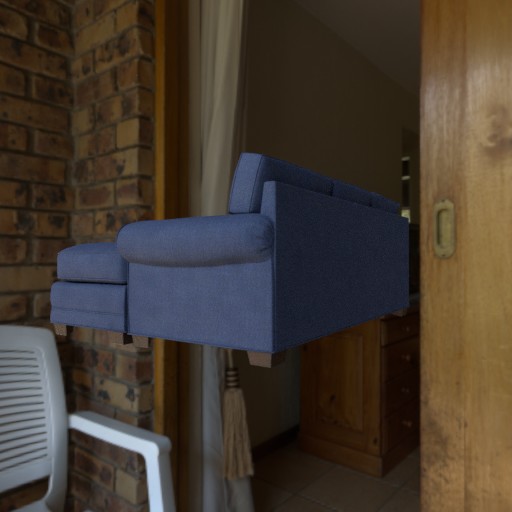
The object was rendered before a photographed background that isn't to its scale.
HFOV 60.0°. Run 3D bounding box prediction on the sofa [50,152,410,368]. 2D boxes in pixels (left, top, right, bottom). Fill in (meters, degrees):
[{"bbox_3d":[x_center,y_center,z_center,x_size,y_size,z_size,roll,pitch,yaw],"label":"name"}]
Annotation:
[{"bbox_3d":[0.000,0.000,3.526,1.780,1.063,2.567,0,0,34],"label":"sofa"}]
